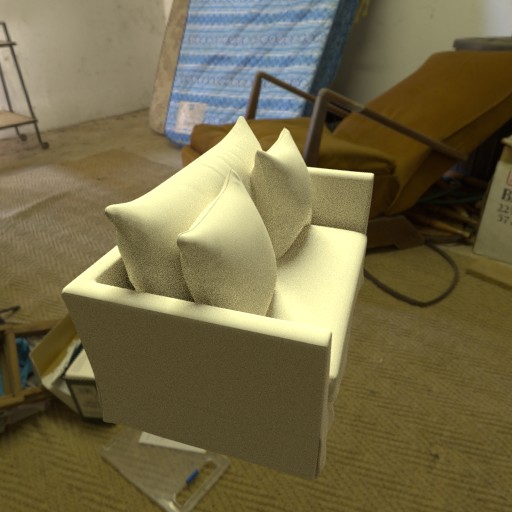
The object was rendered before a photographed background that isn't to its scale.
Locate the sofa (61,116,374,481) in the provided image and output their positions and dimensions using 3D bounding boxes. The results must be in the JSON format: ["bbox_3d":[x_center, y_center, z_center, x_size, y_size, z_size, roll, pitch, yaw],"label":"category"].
[{"bbox_3d":[0.000,0.000,2.213,1.026,1.039,1.608,9,31,15],"label":"sofa"}]
